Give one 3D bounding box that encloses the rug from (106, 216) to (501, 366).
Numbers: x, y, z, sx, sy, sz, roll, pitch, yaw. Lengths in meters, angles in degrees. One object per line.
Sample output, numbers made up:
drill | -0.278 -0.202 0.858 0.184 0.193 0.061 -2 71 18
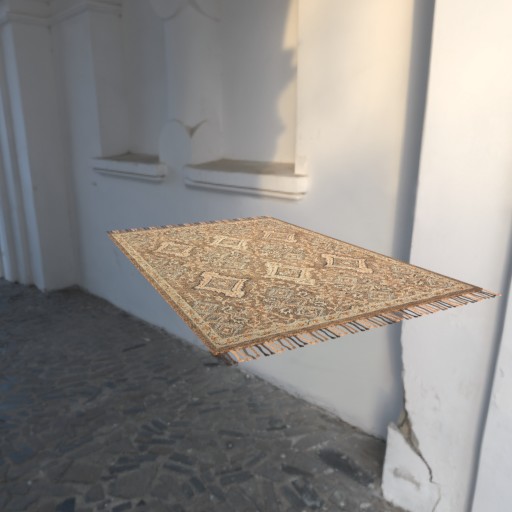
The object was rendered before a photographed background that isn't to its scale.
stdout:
rug | 0.000 0.000 2.928 1.516 0.010 2.434 -8 18 -26
